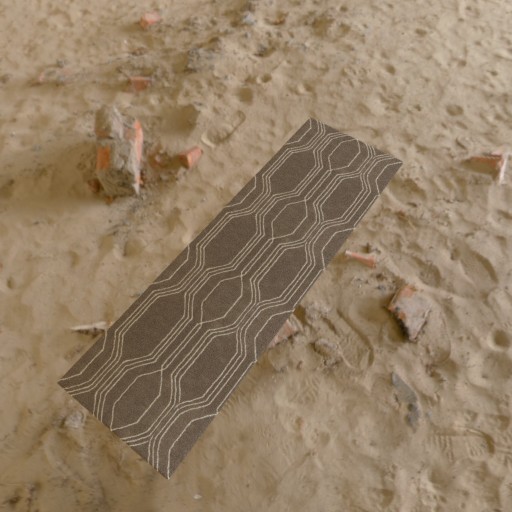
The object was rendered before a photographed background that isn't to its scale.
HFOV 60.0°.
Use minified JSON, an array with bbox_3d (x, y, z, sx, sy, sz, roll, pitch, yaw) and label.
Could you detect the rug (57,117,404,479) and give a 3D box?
[{"bbox_3d":[0.000,0.000,2.702,0.773,0.012,2.464,32,64,18],"label":"rug"}]
